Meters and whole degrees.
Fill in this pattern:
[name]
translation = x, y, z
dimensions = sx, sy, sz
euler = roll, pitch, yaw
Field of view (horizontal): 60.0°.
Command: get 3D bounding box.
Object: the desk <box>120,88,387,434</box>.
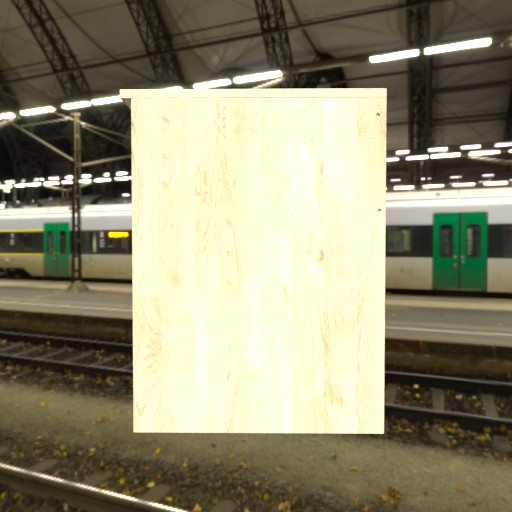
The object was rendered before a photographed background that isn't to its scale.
[desk]
translation = 0.000, 0.000, 1.488
dimensions = 0.560, 0.730, 1.100
euler = 0, 2, 1
